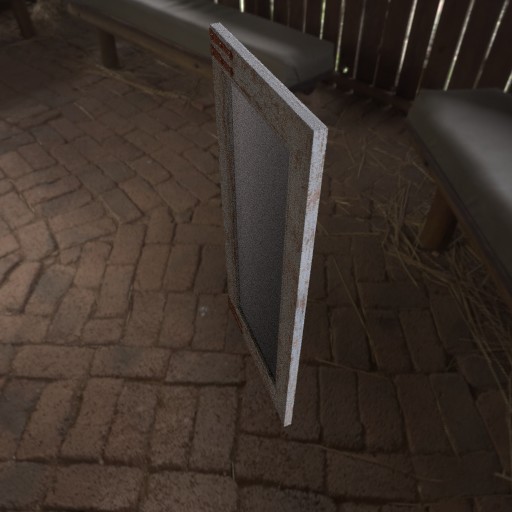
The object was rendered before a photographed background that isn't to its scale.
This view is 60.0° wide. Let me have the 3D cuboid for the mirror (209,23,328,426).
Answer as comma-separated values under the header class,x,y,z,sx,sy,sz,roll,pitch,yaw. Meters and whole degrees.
class,x,y,z,sx,sy,sz,roll,pitch,yaw
mirror,0.000,0.000,1.088,0.027,0.922,0.472,-16,47,-15
